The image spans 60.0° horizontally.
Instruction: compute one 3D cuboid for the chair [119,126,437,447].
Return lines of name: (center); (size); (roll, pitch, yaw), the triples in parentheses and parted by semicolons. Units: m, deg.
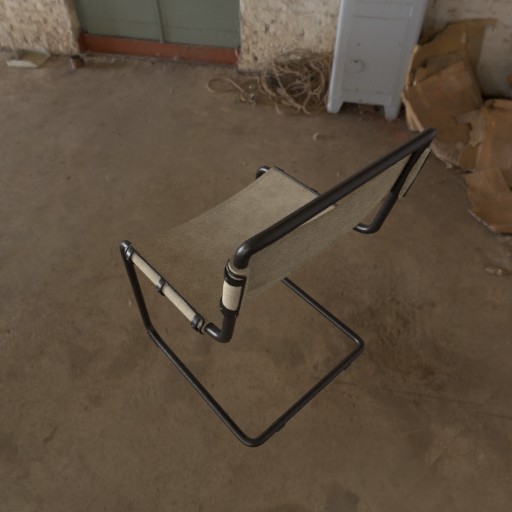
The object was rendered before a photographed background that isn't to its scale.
chair: (0.000, 0.000, 1.073); (0.499, 0.747, 0.497); (-33, 55, -27)
